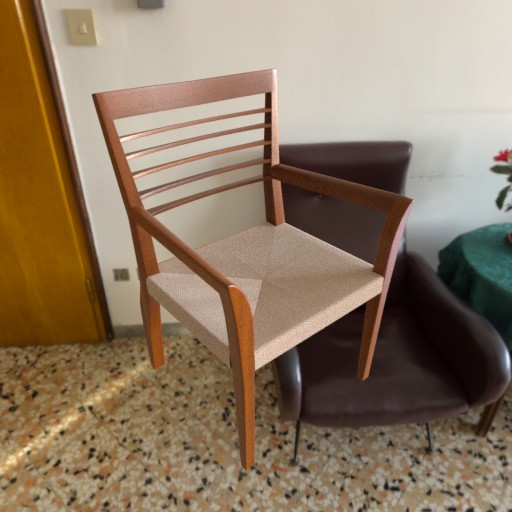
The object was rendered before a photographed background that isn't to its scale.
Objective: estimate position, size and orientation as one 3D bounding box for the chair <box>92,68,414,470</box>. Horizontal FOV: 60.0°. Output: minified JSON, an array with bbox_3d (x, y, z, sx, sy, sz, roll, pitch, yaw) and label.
[{"bbox_3d":[0.000,0.000,1.221,0.587,0.855,0.540,-24,39,-33],"label":"chair"}]
